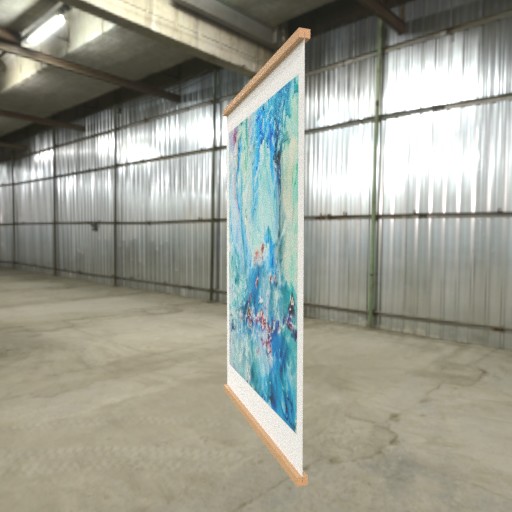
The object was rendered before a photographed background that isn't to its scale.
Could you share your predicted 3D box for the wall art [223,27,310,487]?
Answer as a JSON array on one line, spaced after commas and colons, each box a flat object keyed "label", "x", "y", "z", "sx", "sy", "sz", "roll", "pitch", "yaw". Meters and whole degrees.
[{"label": "wall art", "x": 0.000, "y": 0.000, "z": 0.782, "sx": 0.016, "sy": 0.611, "sz": 0.401, "roll": -1, "pitch": 3, "yaw": -18}]
